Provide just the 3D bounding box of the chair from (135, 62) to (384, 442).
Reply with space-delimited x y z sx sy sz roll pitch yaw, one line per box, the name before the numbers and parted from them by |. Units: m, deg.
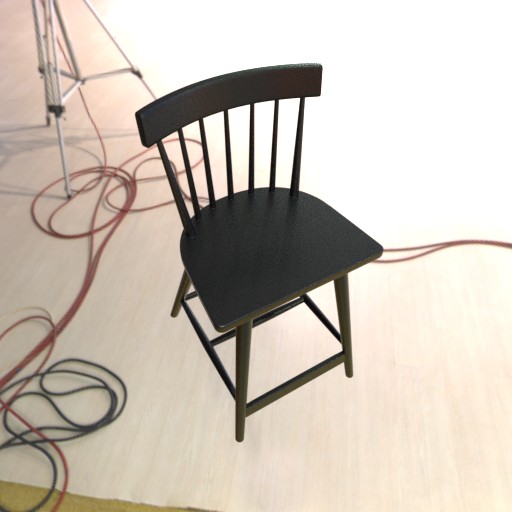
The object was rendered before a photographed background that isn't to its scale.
chair | 0.000 0.000 1.286 0.483 0.952 0.572 -23 51 -20
